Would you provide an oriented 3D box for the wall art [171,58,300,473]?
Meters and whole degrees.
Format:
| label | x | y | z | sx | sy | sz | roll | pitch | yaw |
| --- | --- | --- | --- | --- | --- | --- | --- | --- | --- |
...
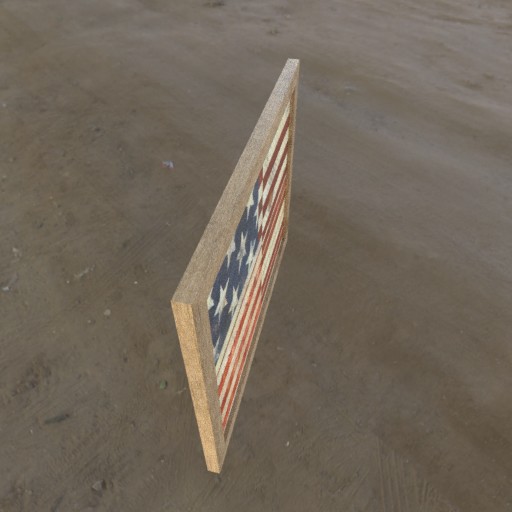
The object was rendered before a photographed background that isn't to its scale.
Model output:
| label | x | y | z | sx | sy | sz | roll | pitch | yaw |
| --- | --- | --- | --- | --- | --- | --- | --- | --- | --- |
| wall art | 0.000 | 0.000 | 0.917 | 0.026 | 0.535 | 0.690 | 10 | 47 | 10 |
